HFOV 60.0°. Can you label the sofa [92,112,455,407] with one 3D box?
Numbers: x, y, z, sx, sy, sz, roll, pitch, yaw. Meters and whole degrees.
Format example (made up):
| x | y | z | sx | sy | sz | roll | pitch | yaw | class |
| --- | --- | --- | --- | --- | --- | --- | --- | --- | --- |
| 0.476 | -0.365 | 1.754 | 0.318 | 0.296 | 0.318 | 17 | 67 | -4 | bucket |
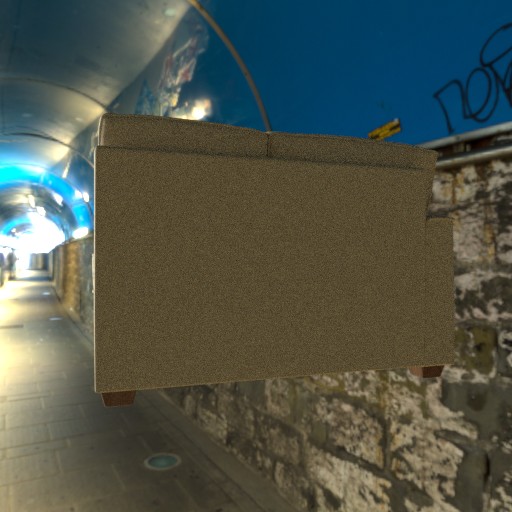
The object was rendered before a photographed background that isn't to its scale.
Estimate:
| x | y | z | sx | sy | sz | roll | pitch | yaw | class |
| --- | --- | --- | --- | --- | --- | --- | --- | --- | --- |
| 0.000 | 0.000 | 2.028 | 1.388 | 0.989 | 0.991 | 0 | 0 | -17 | sofa |
